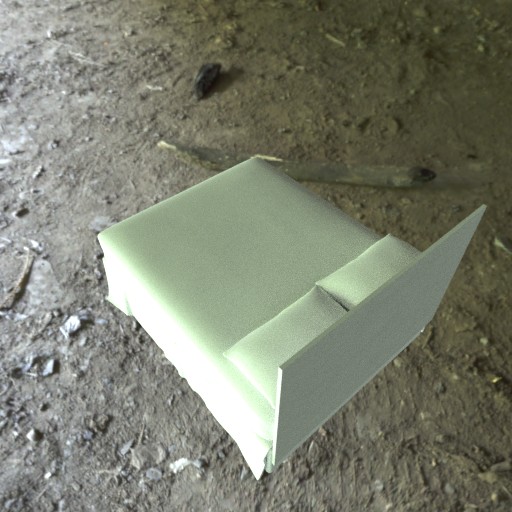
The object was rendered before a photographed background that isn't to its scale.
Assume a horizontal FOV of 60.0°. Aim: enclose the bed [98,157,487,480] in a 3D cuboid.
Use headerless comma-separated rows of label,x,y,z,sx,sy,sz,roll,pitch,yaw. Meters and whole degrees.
bed,0.000,0.000,3.182,1.745,1.335,2.094,-32,54,-27
